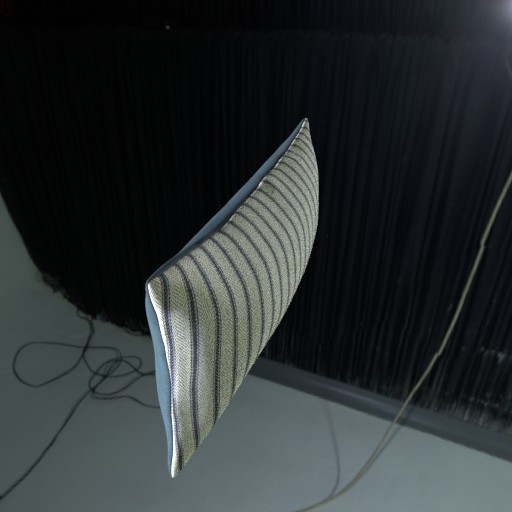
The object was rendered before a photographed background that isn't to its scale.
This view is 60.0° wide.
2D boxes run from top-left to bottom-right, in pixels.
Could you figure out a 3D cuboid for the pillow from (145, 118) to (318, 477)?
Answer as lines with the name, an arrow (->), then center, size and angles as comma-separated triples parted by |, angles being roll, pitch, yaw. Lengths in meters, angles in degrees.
pillow -> 0.000, 0.000, 0.716 | 0.151, 0.305, 0.609 | 10, 32, 16
